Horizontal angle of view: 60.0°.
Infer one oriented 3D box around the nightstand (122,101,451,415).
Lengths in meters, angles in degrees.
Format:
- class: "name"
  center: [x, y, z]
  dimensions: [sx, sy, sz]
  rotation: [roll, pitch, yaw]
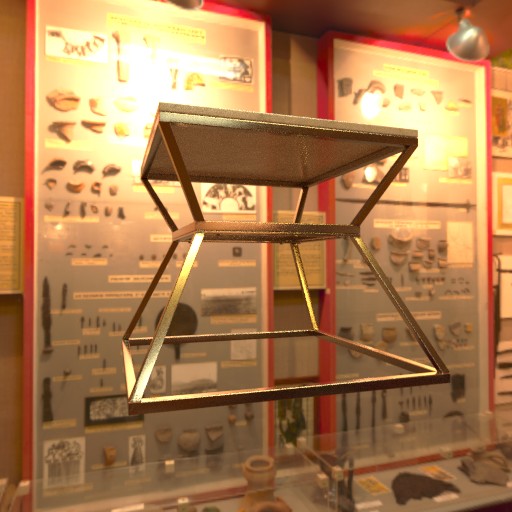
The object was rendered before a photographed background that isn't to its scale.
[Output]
- class: "nightstand"
  center: [0.000, 0.000, 0.904]
  dimensions: [0.514, 0.426, 0.513]
  rotation: [0, -1, -18]
